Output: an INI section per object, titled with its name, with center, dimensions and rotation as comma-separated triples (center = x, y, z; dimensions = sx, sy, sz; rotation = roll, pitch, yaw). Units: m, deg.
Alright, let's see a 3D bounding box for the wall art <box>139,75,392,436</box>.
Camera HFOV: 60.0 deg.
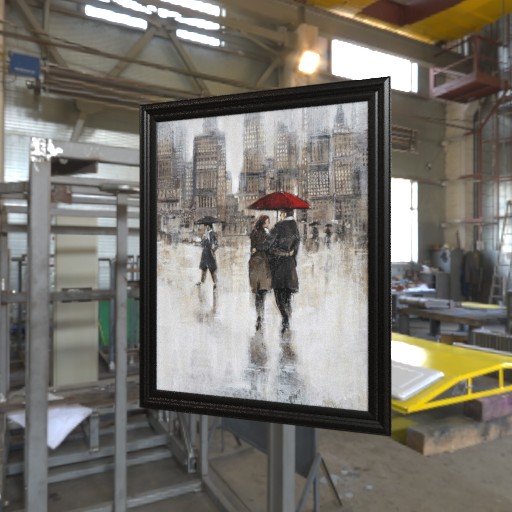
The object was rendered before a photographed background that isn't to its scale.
[wall art]
center = 0.000, 0.000, 1.626
dimensions = 0.950, 1.194, 0.053
rotation = 0, 0, 17
